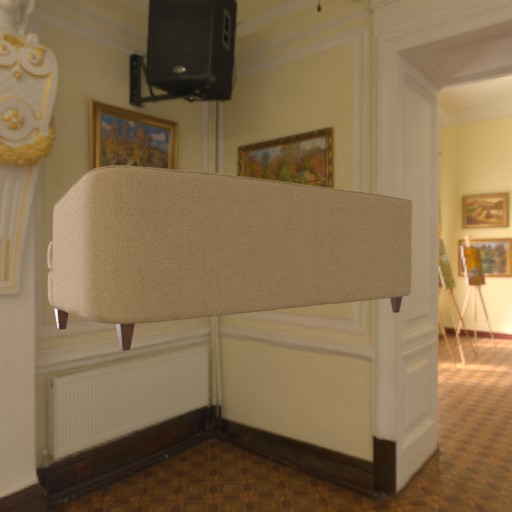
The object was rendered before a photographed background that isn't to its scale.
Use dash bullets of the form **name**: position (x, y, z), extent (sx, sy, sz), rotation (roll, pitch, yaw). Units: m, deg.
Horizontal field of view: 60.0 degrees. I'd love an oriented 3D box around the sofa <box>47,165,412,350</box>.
- **sofa**: position (0.000, 0.000, 2.751), extent (2.235, 0.788, 0.913), rotation (0, 1, -38)
